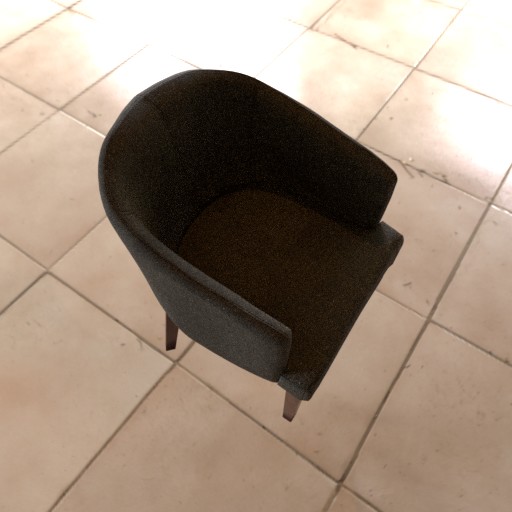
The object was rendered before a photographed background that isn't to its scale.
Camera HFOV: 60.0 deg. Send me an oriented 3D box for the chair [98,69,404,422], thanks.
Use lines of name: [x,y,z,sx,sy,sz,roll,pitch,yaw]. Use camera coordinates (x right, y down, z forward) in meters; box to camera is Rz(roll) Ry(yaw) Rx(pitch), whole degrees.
chair: [0.000,0.000,1.237,0.655,0.811,0.583,30,63,17]
